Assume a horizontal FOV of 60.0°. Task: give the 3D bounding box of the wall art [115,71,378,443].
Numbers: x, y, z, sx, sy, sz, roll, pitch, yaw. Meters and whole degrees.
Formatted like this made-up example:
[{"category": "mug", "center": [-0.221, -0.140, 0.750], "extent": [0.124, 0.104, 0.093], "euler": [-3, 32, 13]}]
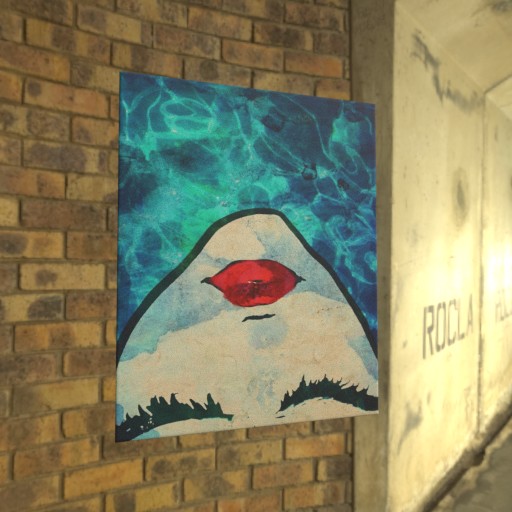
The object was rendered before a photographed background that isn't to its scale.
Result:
[{"category": "wall art", "center": [0.000, 0.000, 0.850], "extent": [0.508, 0.635, 0.038], "euler": [1, -2, -17]}]
